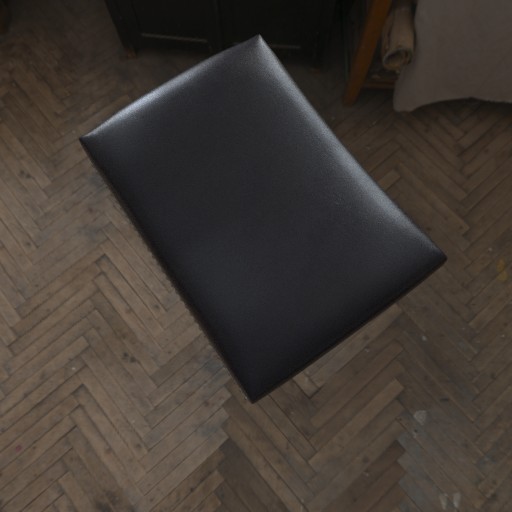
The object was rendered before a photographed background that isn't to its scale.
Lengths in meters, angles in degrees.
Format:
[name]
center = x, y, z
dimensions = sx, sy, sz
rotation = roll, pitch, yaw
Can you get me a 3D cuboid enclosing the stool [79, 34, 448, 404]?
[stool]
center = 0.000, 0.000, 1.011
dimensions = 0.372, 0.742, 0.504
rotation = -34, 77, -9
